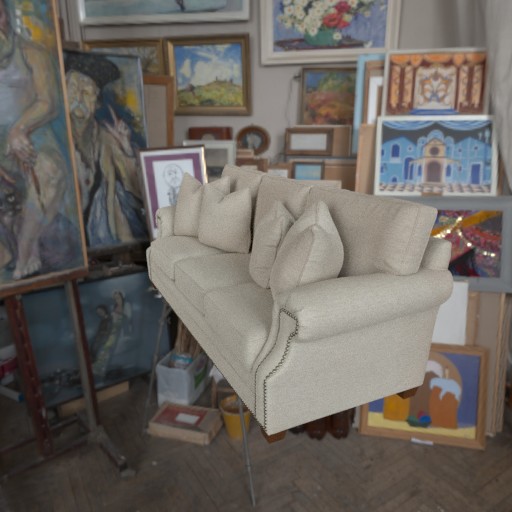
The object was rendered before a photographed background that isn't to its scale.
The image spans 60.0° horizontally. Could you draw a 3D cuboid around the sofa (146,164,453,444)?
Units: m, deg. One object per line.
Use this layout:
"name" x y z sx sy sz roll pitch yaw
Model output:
"sofa" 0.000 0.000 2.810 0.965 0.975 2.312 -8 18 -25
